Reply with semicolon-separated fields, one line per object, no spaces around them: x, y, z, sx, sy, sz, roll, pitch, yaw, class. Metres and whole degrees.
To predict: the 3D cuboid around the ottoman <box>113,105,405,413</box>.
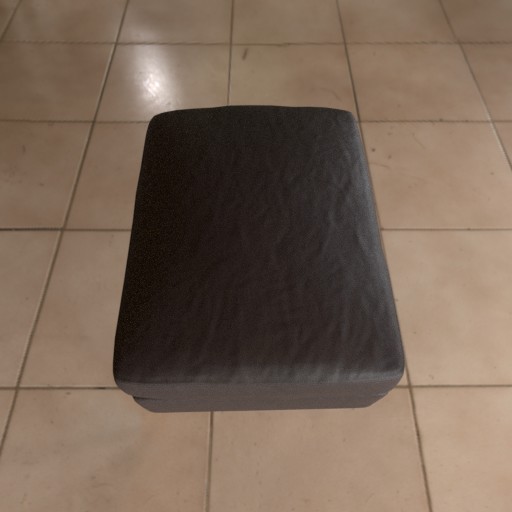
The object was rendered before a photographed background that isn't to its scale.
0.000;0.000;1.319;0.659;0.529;0.887;-1;58;-1;ottoman
